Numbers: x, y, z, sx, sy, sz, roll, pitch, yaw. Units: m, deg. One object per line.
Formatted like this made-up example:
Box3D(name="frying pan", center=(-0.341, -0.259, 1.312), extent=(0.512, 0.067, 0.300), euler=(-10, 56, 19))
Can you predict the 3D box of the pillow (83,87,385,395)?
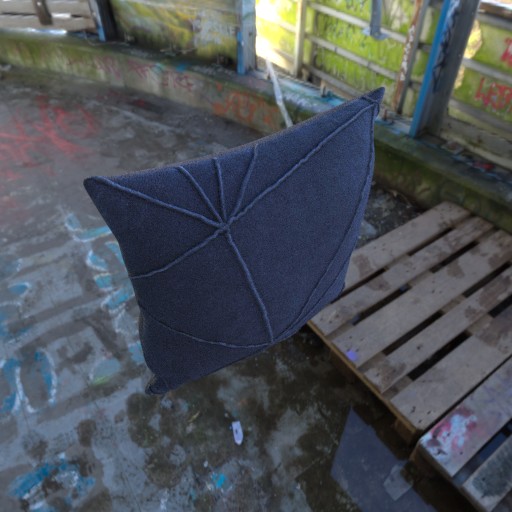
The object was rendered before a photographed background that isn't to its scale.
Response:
Box3D(name="pillow", center=(0.000, 0.000, 0.682), extent=(0.439, 0.440, 0.183), euler=(-25, 50, -23))
